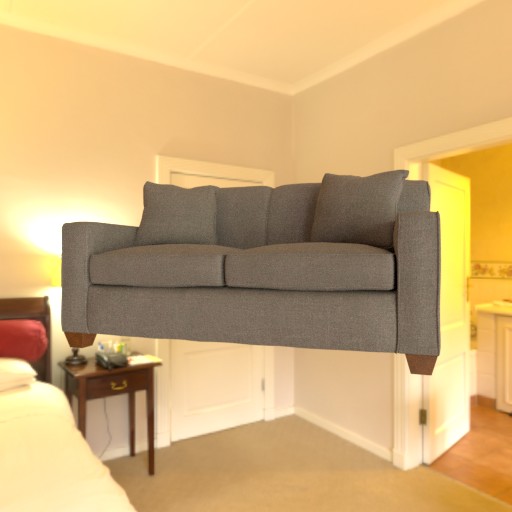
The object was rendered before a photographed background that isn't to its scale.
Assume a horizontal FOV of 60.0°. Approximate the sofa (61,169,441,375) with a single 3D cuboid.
[{"bbox_3d":[0.000,0.000,2.448,1.846,0.958,1.000,0,0,18],"label":"sofa"}]
